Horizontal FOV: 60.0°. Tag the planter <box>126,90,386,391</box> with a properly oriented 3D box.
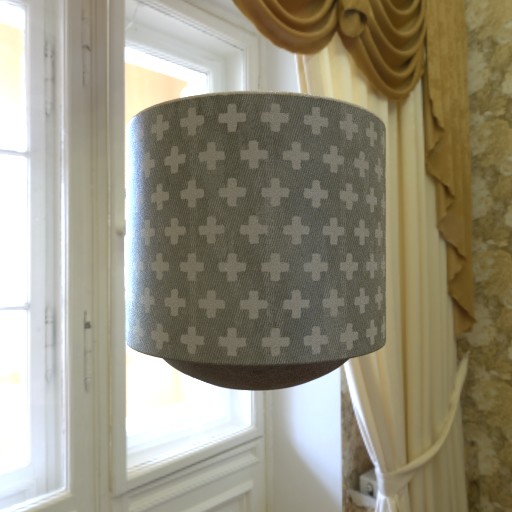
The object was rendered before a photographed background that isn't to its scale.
[{"bbox_3d":[0.000,0.000,0.338,0.190,0.181,0.190,0,0,0],"label":"planter"}]
